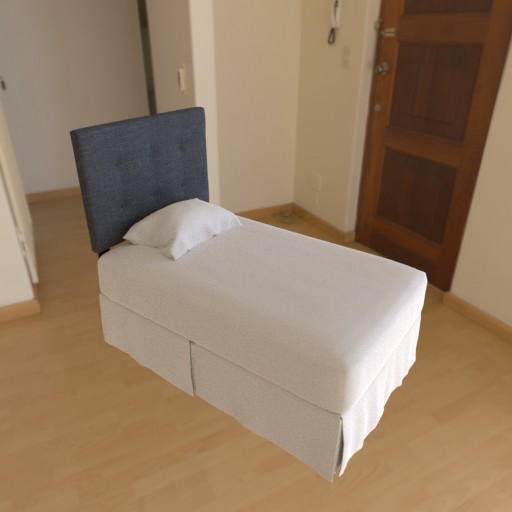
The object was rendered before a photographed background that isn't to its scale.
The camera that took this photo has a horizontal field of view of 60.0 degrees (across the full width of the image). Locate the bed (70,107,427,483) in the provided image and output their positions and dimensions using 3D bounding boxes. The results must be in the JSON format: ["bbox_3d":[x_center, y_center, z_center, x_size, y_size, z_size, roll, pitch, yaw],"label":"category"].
[{"bbox_3d":[0.000,0.000,2.903,1.997,1.571,1.261,19,33,32],"label":"bed"}]
